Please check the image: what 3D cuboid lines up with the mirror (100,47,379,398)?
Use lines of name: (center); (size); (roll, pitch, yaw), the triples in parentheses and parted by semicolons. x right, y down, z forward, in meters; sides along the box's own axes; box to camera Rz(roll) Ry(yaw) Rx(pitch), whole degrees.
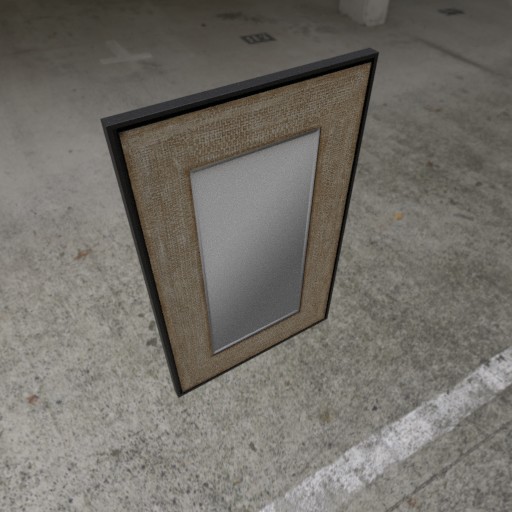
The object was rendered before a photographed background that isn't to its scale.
mirror: (0.000, 0.000, 1.517); (0.762, 1.219, 0.038); (-23, 50, -21)
